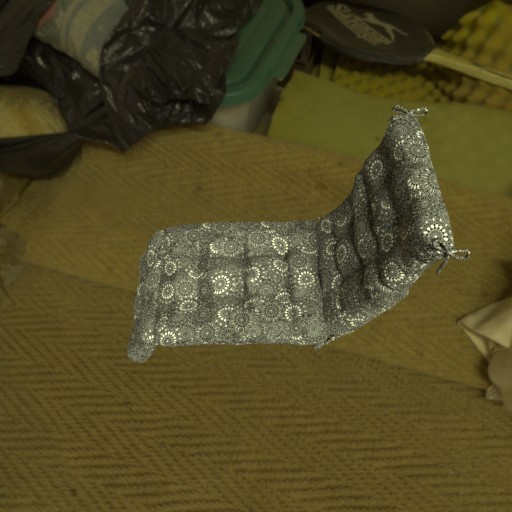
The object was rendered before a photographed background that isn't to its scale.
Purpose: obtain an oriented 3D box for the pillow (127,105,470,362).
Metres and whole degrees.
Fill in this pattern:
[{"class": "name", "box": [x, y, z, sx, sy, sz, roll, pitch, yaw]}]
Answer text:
[{"class": "pillow", "box": [0.000, 0.000, 1.514, 1.016, 0.863, 0.526, -1, 59, 0]}]
